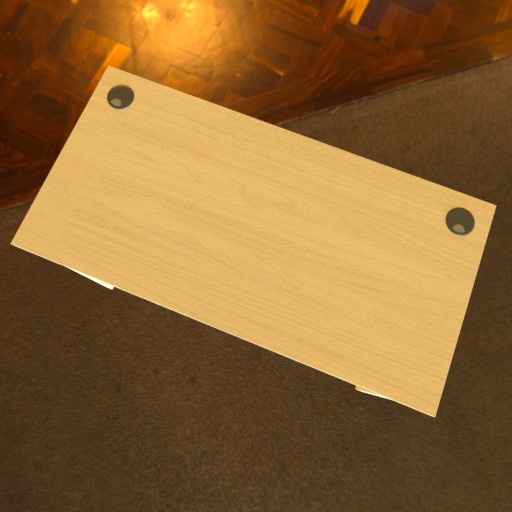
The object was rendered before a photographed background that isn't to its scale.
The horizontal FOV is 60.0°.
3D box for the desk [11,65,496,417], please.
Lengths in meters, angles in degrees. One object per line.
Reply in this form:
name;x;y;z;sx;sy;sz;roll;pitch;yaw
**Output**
desk;0.000;0.000;1.581;1.200;0.750;0.600;21;77;5
